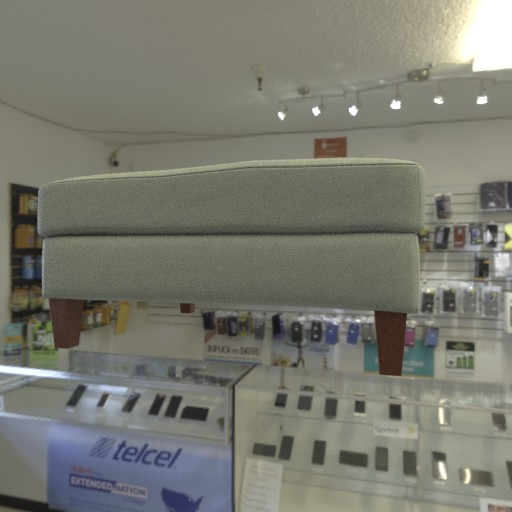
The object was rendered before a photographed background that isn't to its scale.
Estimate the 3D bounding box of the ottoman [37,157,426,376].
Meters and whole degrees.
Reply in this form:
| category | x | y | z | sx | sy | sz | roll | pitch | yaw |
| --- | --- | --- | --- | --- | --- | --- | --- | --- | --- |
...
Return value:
| category | x | y | z | sx | sy | sz | roll | pitch | yaw |
| --- | --- | --- | --- | --- | --- | --- | --- | --- | --- |
| ottoman | 0.000 | 0.000 | 1.427 | 0.991 | 0.494 | 0.842 | 0 | 0 | 18 |
